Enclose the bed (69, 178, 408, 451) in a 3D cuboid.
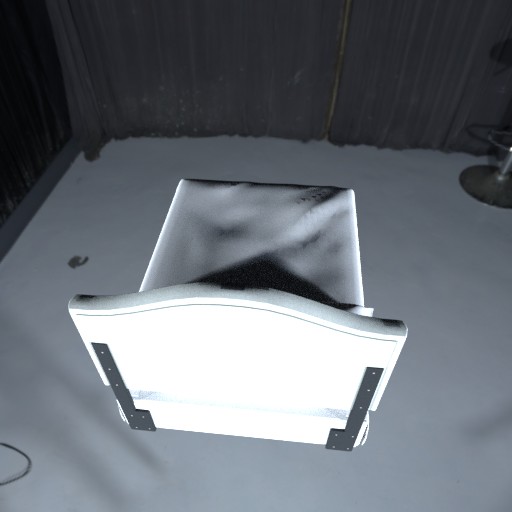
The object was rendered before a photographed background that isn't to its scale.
[{"bbox_3d":[0.000,0.000,3.394,1.813,1.607,2.180,4,46,4],"label":"bed"}]
